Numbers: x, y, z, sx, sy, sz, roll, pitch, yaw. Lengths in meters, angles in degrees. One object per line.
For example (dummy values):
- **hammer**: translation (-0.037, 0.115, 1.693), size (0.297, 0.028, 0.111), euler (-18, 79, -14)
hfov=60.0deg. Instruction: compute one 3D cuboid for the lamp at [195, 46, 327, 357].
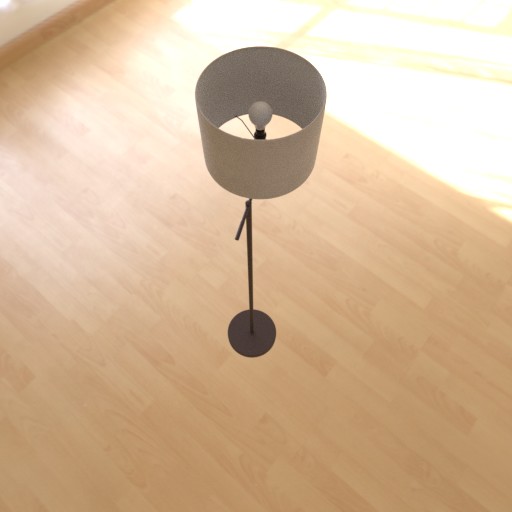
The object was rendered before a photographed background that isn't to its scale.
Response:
- **lamp**: translation (0.000, 0.000, 1.774), size (0.324, 1.600, 0.416), euler (14, 64, 7)
